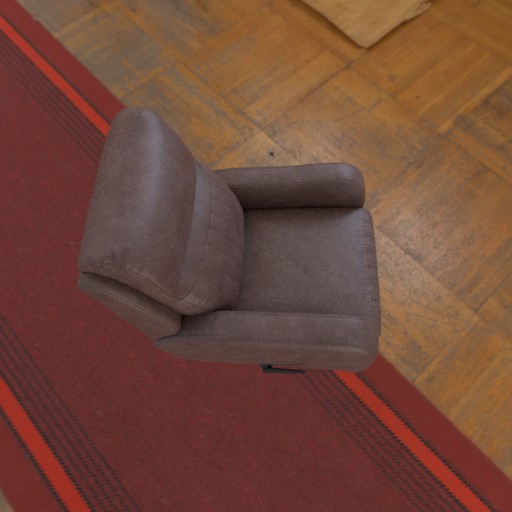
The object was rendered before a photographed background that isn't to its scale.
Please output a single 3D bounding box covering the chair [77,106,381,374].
[{"bbox_3d":[0.000,0.000,1.836,1.067,1.067,0.865,2,65,1],"label":"chair"}]
